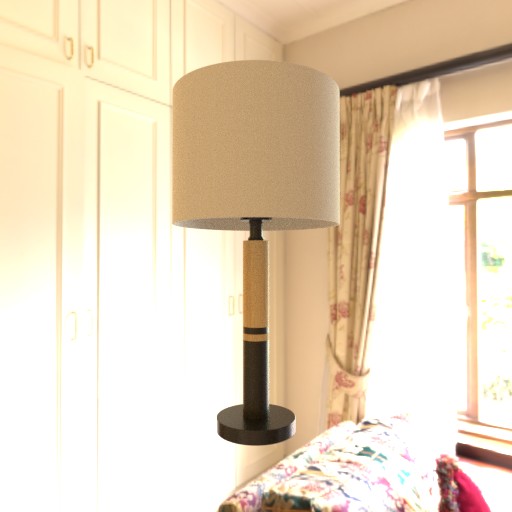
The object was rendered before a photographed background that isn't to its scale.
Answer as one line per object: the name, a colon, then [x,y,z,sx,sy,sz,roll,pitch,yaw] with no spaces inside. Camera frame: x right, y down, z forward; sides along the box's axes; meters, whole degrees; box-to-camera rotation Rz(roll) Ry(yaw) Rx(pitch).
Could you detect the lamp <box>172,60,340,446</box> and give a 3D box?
lamp: [0.000,0.000,0.819,0.305,0.640,0.305,0,-1,0]
